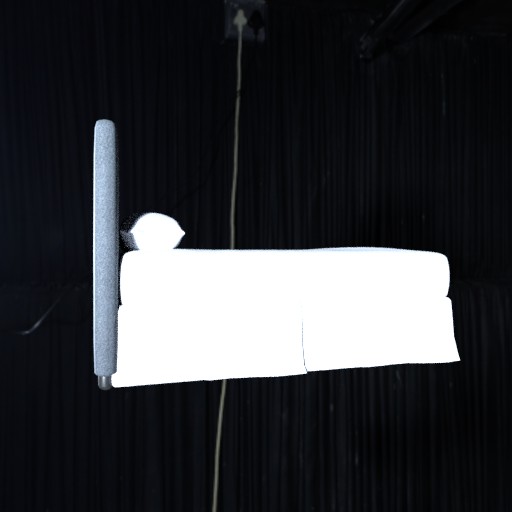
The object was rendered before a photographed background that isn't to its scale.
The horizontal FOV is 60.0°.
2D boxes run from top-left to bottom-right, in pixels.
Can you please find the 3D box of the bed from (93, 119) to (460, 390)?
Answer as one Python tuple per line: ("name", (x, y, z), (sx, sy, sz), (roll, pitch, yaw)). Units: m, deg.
("bed", (0.000, 0.000, 3.194), (2.142, 1.330, 1.713), (0, 0, -17))
